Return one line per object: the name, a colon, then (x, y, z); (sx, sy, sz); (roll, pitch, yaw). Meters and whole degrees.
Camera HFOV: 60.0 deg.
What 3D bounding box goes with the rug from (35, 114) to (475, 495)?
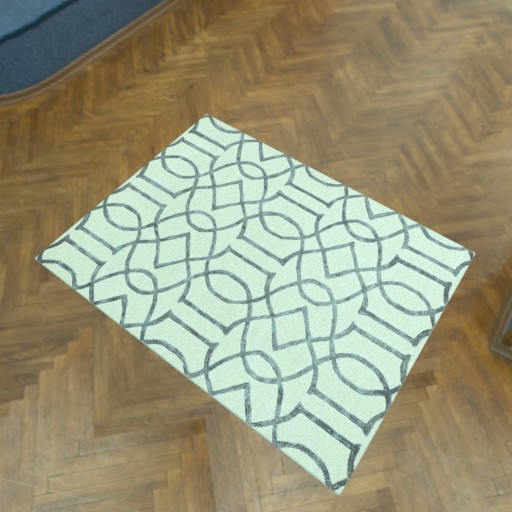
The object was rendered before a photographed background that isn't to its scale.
rug: (0.000, 0.000, 3.669); (2.910, 0.021, 2.211); (32, 63, 19)
